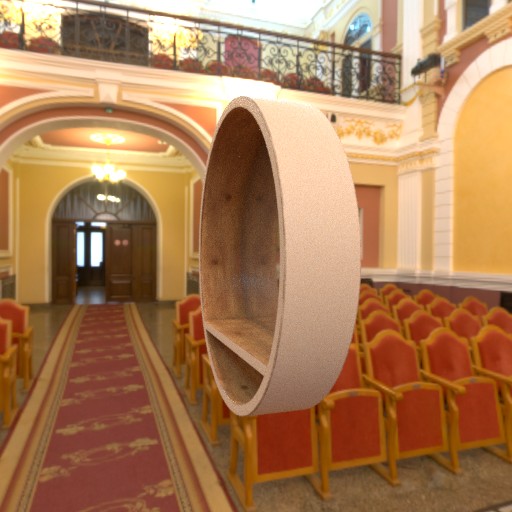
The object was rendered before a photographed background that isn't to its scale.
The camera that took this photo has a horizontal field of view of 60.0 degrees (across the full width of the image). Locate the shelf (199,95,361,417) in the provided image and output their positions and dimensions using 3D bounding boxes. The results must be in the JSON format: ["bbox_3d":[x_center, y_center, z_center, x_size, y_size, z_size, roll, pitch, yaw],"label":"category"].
[{"bbox_3d":[0.000,0.000,1.199,0.158,0.807,0.806,0,1,-18],"label":"shelf"}]
